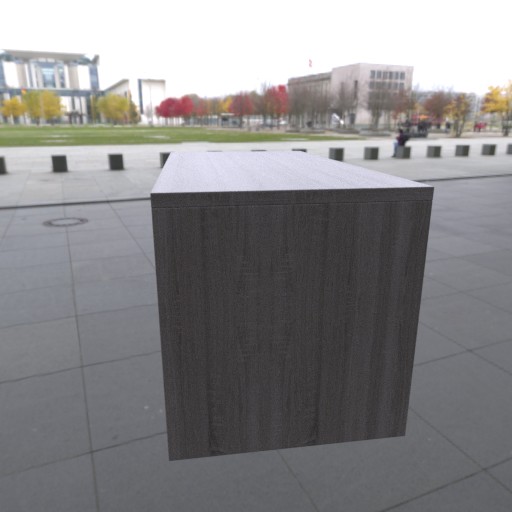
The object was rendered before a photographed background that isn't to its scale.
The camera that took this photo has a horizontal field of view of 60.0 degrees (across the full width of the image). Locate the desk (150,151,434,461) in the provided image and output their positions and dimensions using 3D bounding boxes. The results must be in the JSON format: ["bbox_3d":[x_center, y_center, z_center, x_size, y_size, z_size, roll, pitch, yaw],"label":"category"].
[{"bbox_3d":[0.000,0.000,1.813,0.690,0.745,1.380,-2,17,-8],"label":"desk"}]
